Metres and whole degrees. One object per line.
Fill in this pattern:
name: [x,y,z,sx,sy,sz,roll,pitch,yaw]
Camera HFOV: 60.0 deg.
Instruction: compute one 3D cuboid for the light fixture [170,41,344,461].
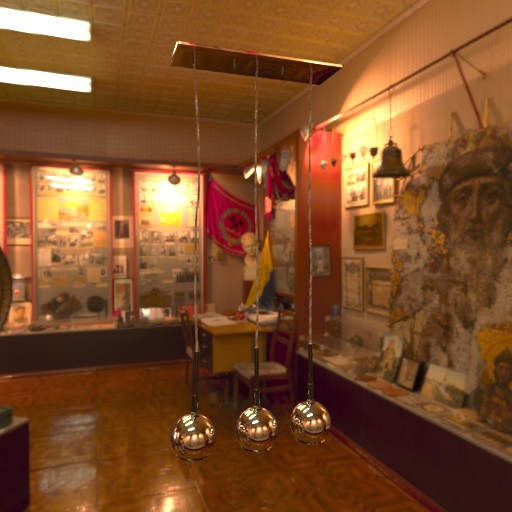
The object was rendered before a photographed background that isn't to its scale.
light fixture: [0.000,0.000,1.636,0.623,1.408,0.188,0,1,-18]
